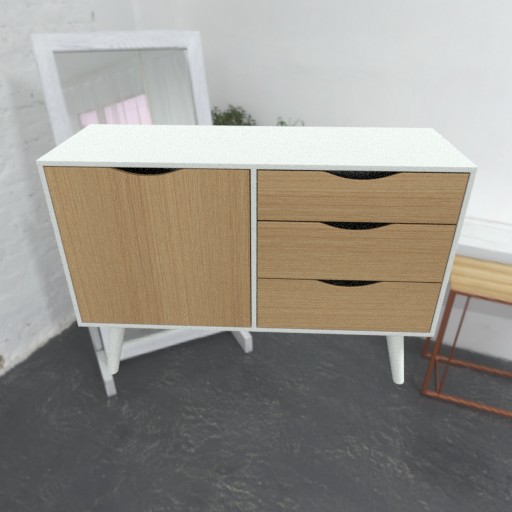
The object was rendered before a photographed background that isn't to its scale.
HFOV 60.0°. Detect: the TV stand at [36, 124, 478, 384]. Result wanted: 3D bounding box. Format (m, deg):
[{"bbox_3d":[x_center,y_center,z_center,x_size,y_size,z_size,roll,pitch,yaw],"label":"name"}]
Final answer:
[{"bbox_3d":[0.000,0.000,1.574,1.193,0.812,0.406,1,30,2],"label":"TV stand"}]
